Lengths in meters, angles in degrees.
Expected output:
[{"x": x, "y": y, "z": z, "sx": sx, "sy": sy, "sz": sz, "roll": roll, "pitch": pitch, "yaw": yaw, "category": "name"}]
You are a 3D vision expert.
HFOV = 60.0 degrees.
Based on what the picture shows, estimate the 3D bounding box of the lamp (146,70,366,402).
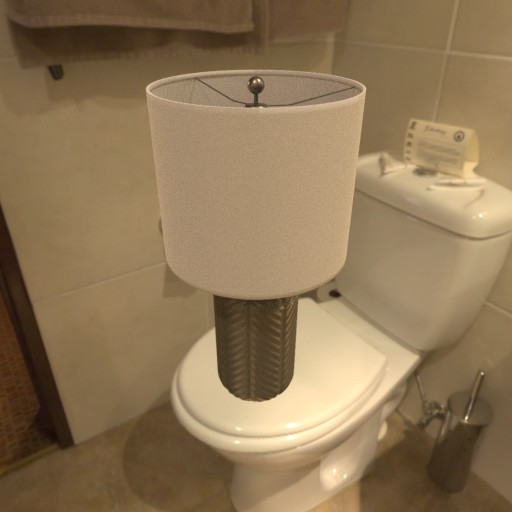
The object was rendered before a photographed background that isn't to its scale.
[{"x": 0.000, "y": 0.000, "z": 0.512, "sx": 0.203, "sy": 0.389, "sz": 0.203, "roll": 10, "pitch": 32, "yaw": 16, "category": "lamp"}]
